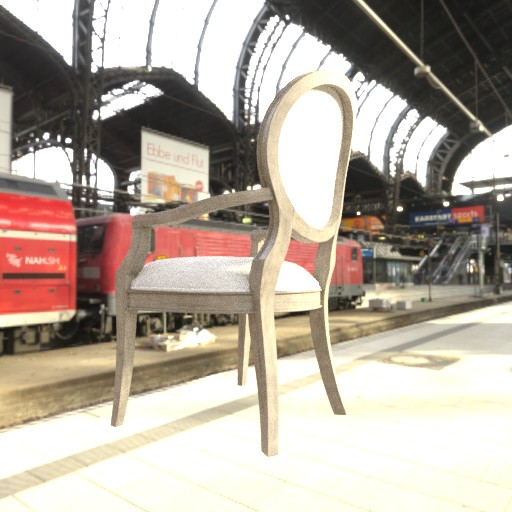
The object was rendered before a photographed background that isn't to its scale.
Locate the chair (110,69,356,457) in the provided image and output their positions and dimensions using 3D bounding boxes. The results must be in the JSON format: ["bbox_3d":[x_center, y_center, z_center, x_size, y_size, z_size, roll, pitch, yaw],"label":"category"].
[{"bbox_3d":[0.000,0.000,1.367,0.602,0.991,0.611,-2,-3,37],"label":"chair"}]
